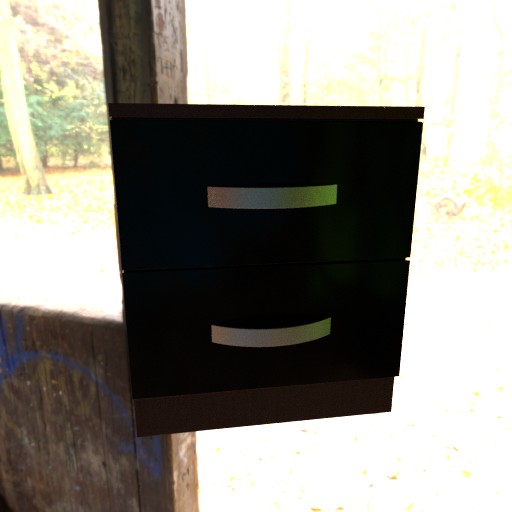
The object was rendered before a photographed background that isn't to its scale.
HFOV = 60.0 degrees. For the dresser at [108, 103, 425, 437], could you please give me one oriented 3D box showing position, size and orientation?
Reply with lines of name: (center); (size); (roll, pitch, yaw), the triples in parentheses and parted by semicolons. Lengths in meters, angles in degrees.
dresser: (0.000, 0.000, 0.757); (0.400, 0.470, 0.360); (-2, 15, -9)
